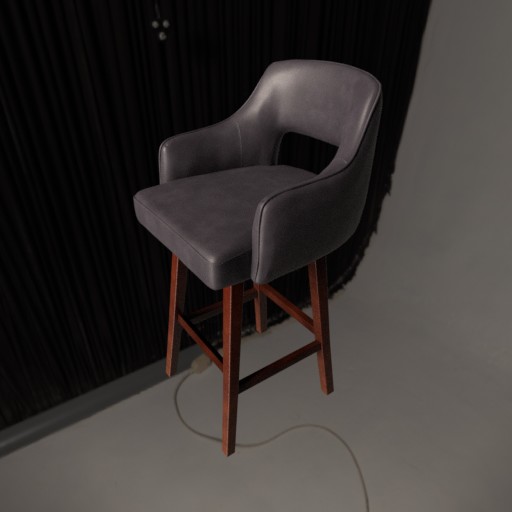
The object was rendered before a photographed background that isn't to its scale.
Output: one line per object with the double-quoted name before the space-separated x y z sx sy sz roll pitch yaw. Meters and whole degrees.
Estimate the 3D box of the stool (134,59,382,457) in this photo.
"stool" 0.000 0.000 1.342 0.560 1.041 0.550 -20 37 -30
